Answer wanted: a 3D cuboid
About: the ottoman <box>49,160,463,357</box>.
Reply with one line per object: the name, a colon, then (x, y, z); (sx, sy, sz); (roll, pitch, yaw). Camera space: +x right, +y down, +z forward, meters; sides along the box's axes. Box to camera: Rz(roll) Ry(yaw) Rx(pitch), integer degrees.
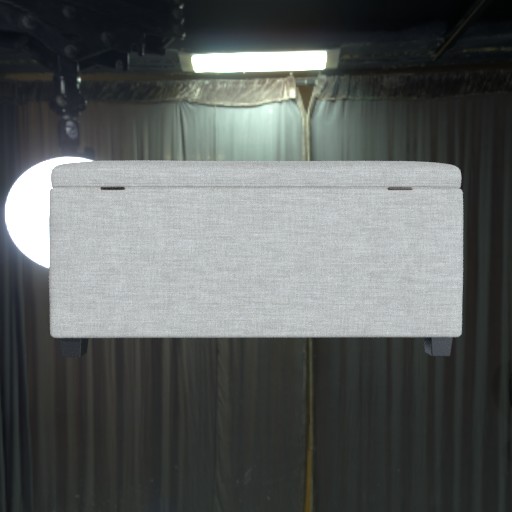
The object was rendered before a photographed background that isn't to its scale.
ottoman: (0.000, 0.000, 1.134); (0.902, 0.432, 0.419); (0, 1, -1)
